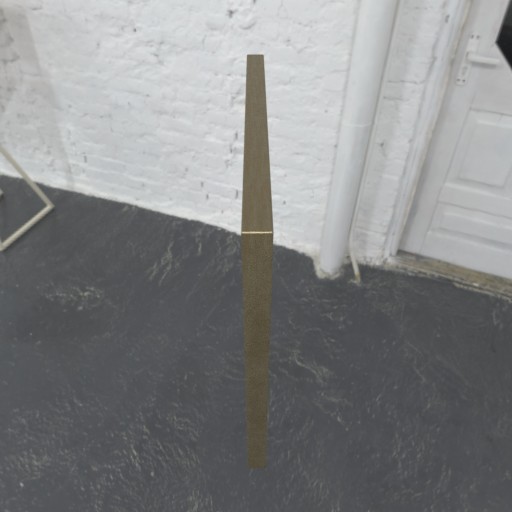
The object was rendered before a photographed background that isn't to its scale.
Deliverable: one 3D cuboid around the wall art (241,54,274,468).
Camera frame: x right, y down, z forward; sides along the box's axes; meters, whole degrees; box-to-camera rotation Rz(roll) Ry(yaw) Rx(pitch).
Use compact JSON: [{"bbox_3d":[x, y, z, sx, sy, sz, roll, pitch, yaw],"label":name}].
[{"bbox_3d":[0.000,0.000,0.763,0.030,0.506,0.503,0,42,0],"label":"wall art"}]
